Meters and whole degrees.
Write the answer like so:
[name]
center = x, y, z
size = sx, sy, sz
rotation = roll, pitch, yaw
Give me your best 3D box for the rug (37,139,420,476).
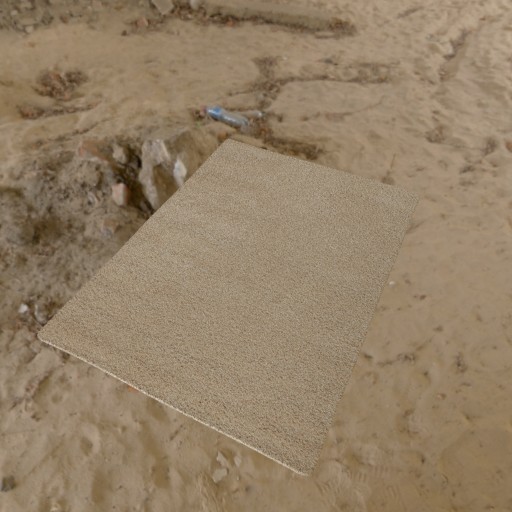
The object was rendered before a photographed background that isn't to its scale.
[rug]
center = 0.000, 0.000, 2.102
size = 1.199, 0.025, 1.600
rotation = 20, 51, 18
